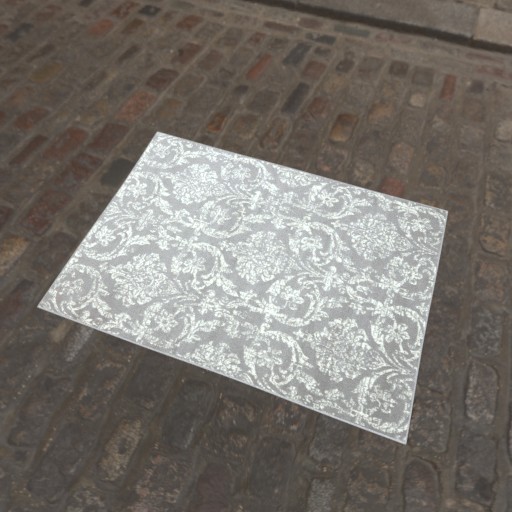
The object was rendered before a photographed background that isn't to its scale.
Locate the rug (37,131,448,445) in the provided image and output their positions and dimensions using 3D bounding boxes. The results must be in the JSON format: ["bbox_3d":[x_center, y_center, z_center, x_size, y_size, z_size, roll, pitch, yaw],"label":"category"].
[{"bbox_3d":[0.000,0.000,2.830,2.206,0.014,1.578,18,60,10],"label":"rug"}]
